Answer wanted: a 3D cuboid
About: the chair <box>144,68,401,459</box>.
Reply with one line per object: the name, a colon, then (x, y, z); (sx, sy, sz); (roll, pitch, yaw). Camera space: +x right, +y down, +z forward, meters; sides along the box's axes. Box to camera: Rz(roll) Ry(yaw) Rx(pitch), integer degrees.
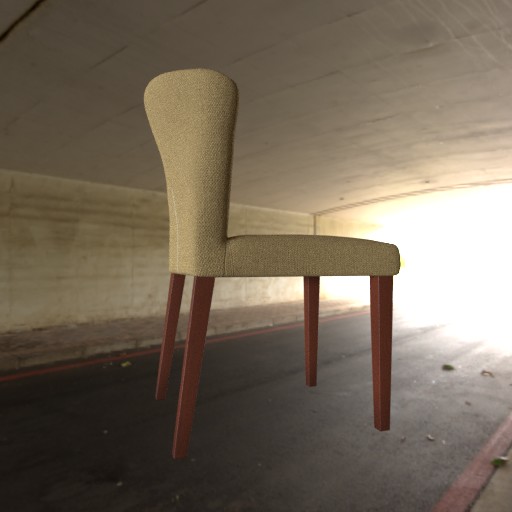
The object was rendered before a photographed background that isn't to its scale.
chair: (0.000, 0.000, 1.193); (0.589, 0.839, 0.491); (0, -1, -18)
